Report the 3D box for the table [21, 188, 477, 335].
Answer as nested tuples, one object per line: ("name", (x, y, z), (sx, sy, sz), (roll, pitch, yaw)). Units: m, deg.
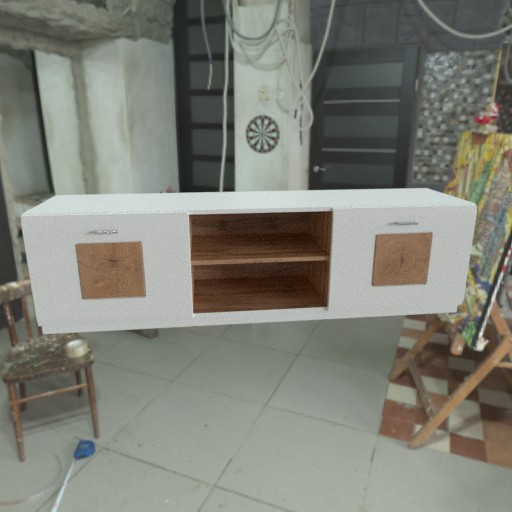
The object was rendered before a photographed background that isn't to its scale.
("table", (0.000, 0.000, 1.725), (1.550, 0.440, 0.400), (-2, 17, -7))
